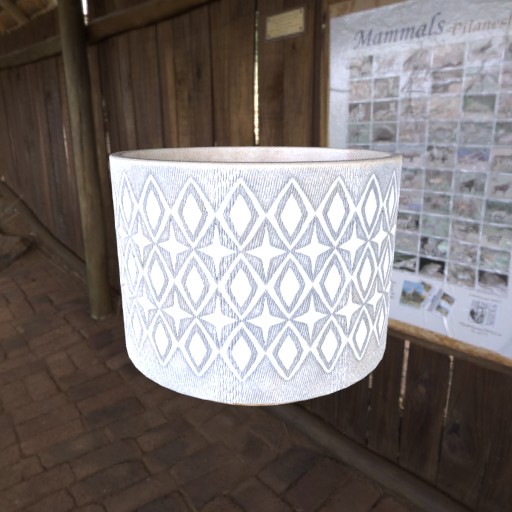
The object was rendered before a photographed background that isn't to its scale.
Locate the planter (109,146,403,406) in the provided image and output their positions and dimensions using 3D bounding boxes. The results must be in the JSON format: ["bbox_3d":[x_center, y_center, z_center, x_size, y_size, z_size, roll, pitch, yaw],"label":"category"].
[{"bbox_3d":[0.000,0.000,0.278,0.164,0.127,0.164,0,16,0],"label":"planter"}]
